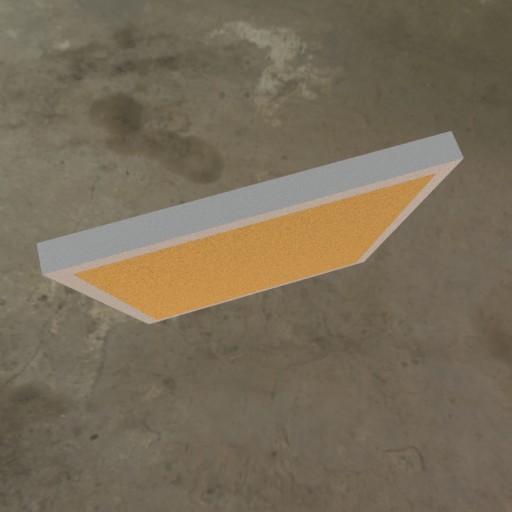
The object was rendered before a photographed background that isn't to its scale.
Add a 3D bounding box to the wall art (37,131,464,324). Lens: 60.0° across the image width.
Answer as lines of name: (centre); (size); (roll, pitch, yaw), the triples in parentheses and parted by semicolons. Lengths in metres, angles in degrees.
wall art: (0.000, 0.000, 1.936); (1.289, 1.291, 0.098); (-16, 76, -4)
